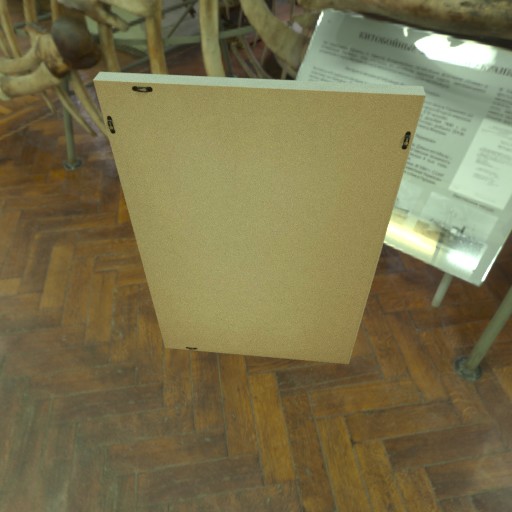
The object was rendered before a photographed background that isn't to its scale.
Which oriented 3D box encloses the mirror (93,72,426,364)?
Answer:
[{"bbox_3d":[0.000,0.000,1.146,0.609,0.915,0.041,4,46,4],"label":"mirror"}]
